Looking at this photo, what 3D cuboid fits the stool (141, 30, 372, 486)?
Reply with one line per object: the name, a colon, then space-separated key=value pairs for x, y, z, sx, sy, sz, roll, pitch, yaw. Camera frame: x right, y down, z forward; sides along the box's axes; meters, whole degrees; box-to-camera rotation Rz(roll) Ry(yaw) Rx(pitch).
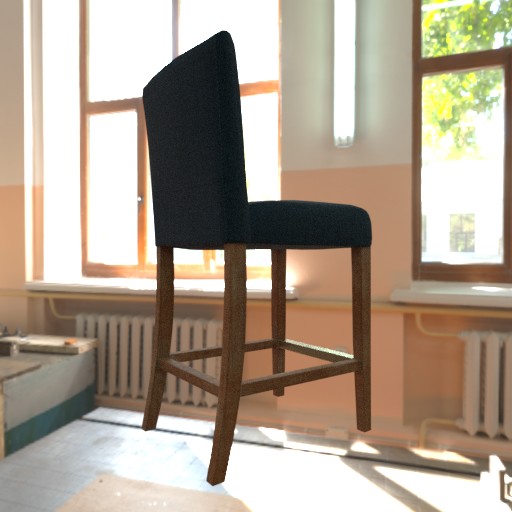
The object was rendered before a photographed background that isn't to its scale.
stool: x=0.000 y=0.000 z=1.327 sx=0.567 sy=1.039 sz=0.454 roll=-1 pitch=1 yaw=-37
